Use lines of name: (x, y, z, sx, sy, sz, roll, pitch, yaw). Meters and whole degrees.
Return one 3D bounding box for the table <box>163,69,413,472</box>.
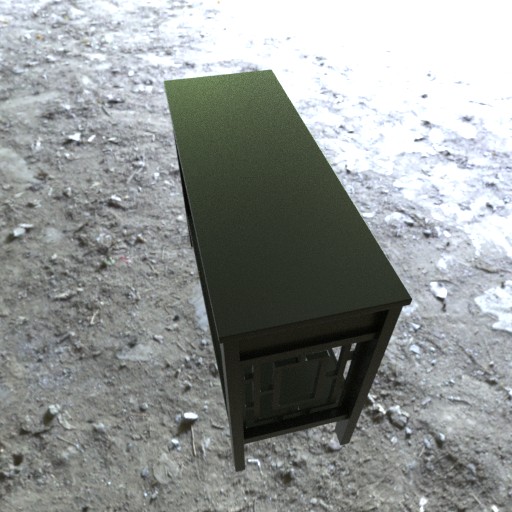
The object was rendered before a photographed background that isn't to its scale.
table: (0.000, 0.000, 1.467, 0.397, 0.753, 1.068, -10, 47, -9)
